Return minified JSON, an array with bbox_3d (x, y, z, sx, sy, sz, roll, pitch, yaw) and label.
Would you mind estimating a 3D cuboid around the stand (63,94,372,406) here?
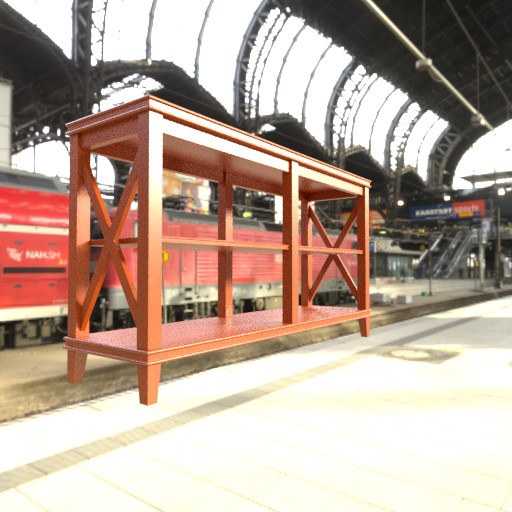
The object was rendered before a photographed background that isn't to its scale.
[{"bbox_3d":[0.000,0.000,1.736,0.381,0.762,1.372,-1,-2,37],"label":"stand"}]
